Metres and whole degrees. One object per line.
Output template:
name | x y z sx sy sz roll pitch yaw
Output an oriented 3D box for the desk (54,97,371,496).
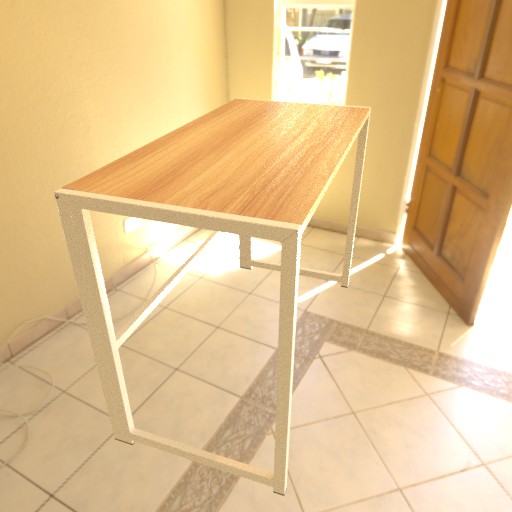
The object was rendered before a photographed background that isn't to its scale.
desk | 0.000 0.000 1.422 0.508 0.762 1.016 10 32 17
